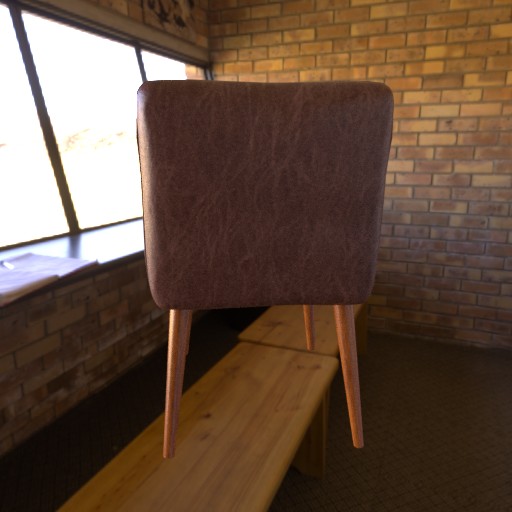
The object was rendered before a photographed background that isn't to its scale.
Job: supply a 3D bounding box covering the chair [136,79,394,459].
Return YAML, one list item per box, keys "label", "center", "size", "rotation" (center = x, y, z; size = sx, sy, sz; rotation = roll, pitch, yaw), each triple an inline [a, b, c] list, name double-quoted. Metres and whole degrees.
- label: "chair"
  center: [0.000, 0.000, 1.181]
  size: [0.543, 0.803, 0.645]
  rotation: [-2, 14, -9]
